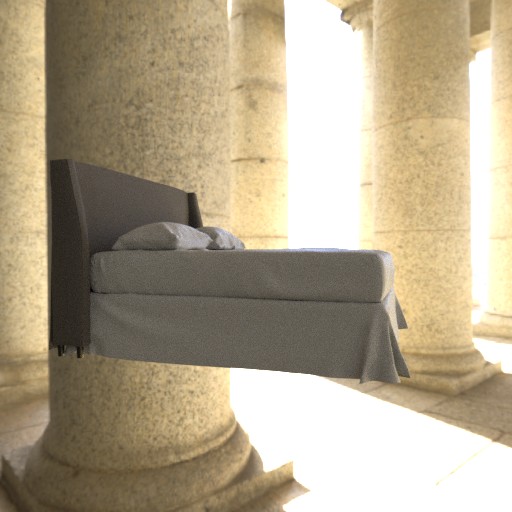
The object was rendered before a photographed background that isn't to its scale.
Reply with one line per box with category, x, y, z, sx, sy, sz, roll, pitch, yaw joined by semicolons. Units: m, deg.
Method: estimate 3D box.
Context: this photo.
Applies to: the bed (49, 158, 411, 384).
bed;0.000;0.000;3.473;2.276;1.332;1.925;0;1;19
